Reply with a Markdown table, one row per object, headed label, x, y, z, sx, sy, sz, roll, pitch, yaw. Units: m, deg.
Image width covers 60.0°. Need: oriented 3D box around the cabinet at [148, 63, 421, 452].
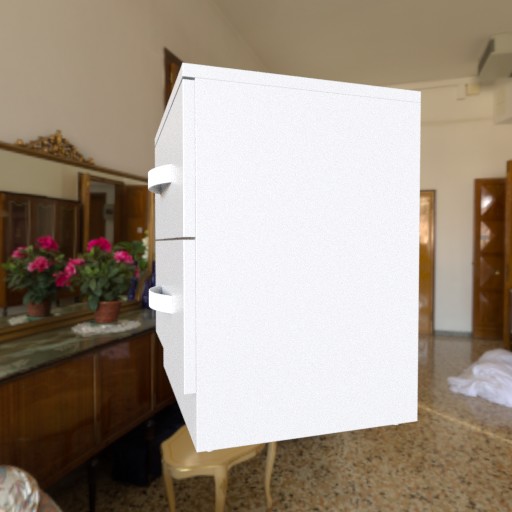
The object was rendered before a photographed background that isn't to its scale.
| label | x | y | z | sx | sy | sz | roll | pitch | yaw |
| --- | --- | --- | --- | --- | --- | --- | --- | --- | --- |
| cabinet | 0.000 | 0.000 | 0.766 | 0.360 | 0.470 | 0.400 | -1 | 2 | -17 |
